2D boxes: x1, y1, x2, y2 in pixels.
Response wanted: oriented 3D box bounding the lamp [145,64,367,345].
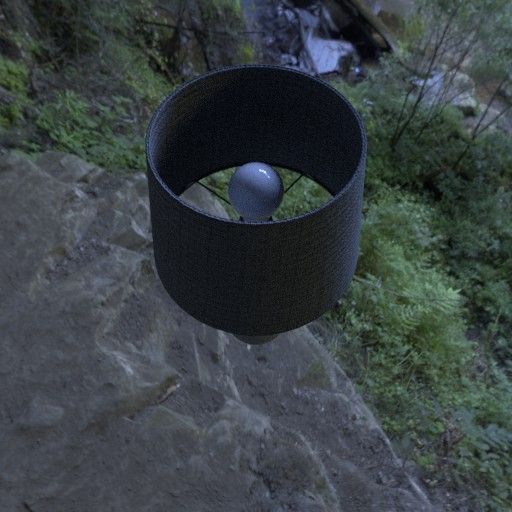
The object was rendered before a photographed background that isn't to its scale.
[{"bbox_3d":[0.000,0.000,0.583,0.251,0.429,0.251,0,59,0],"label":"lamp"}]
